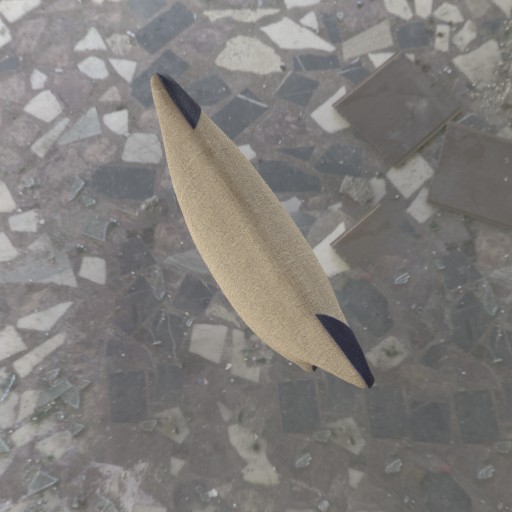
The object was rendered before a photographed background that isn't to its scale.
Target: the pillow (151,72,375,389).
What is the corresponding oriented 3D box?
[{"bbox_3d":[0.000,0.000,0.700,0.147,0.441,0.440,-33,79,-7],"label":"pillow"}]
